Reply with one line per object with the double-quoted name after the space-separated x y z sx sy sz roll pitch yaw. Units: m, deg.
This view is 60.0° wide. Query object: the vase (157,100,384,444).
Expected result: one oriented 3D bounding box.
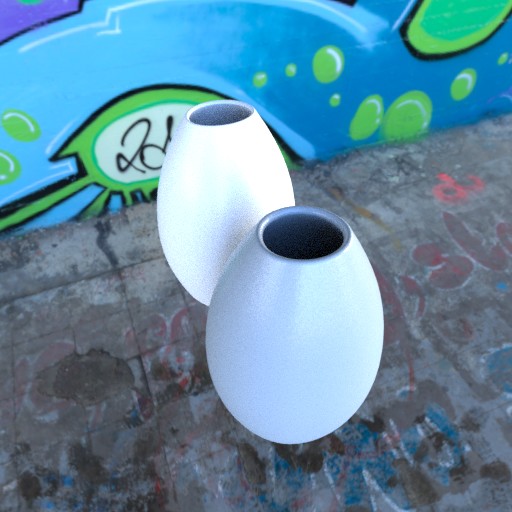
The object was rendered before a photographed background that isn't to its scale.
0.000 0.000 0.249 0.089 0.131 0.187 -17 50 -15 "vase"
